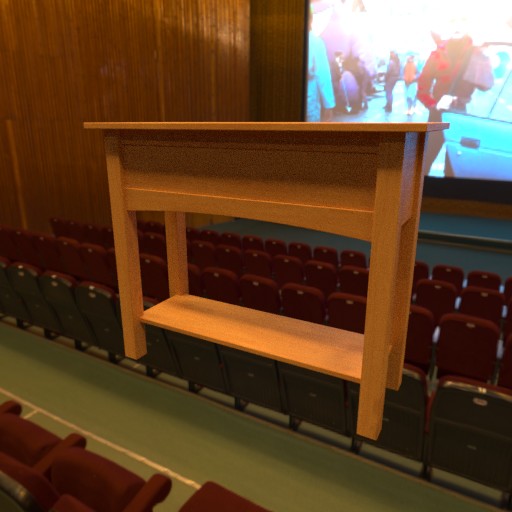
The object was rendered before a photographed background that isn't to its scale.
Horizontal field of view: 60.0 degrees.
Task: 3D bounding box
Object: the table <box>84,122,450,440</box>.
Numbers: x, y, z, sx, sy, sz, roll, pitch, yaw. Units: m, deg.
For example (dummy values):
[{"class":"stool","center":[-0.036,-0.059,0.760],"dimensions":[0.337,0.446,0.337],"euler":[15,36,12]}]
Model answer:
[{"class":"table","center":[0.000,0.000,1.259],"dimensions":[0.900,0.728,0.340],"euler":[9,19,28]}]
